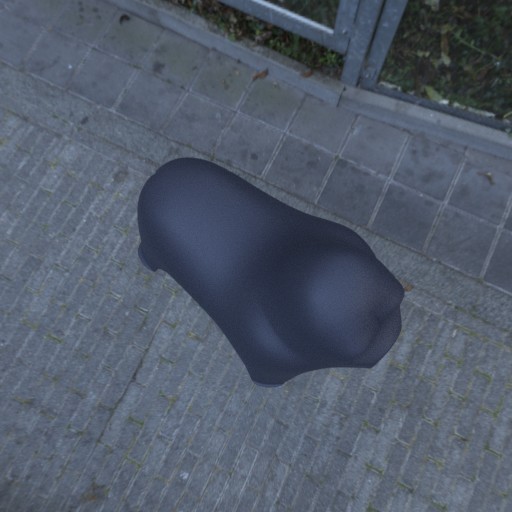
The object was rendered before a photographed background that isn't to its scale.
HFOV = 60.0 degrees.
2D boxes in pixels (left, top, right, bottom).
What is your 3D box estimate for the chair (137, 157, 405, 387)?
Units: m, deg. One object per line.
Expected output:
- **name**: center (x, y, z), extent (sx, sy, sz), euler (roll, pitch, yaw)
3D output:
- **chair**: center (0.000, 0.000, 1.131), extent (0.758, 0.600, 0.490), euler (39, 78, 10)
